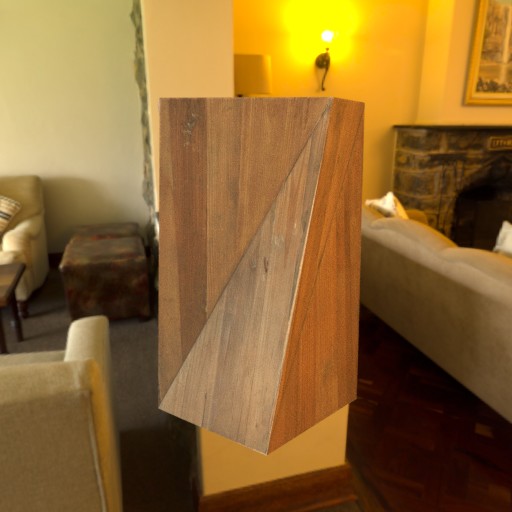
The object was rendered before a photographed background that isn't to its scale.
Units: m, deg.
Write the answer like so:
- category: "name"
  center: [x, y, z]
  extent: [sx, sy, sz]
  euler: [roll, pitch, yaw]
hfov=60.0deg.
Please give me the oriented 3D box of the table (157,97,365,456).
- category: "table"
  center: [0.000, 0.000, 0.917]
  extent: [0.441, 0.604, 0.425]
  euler: [8, 19, 24]
